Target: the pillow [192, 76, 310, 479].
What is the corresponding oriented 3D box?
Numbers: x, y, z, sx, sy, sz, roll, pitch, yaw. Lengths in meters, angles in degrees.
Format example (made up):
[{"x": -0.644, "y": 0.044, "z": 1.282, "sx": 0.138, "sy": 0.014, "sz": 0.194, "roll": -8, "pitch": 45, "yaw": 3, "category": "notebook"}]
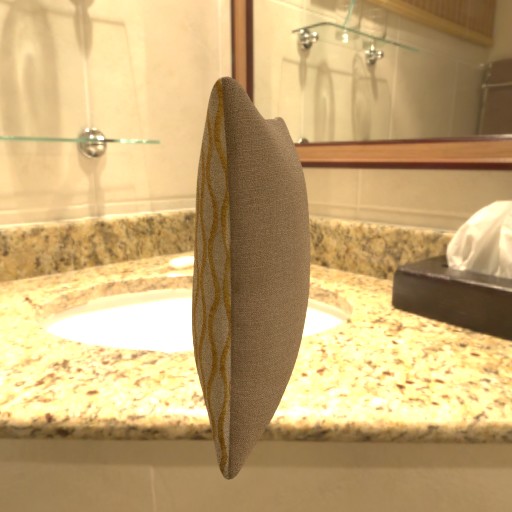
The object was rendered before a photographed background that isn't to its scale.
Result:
[{"x": 0.000, "y": 0.000, "z": 0.661, "sx": 0.159, "sy": 0.436, "sz": 0.429, "roll": 2, "pitch": 13, "yaw": 9, "category": "pillow"}]
